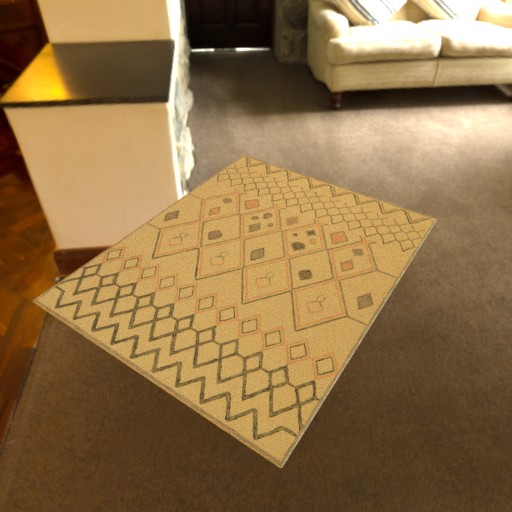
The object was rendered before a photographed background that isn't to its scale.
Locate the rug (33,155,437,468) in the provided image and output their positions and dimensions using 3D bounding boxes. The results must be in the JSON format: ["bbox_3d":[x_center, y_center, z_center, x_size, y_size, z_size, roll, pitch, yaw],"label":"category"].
[{"bbox_3d":[0.000,0.000,4.127,2.441,0.016,3.050,24,46,25],"label":"rug"}]
